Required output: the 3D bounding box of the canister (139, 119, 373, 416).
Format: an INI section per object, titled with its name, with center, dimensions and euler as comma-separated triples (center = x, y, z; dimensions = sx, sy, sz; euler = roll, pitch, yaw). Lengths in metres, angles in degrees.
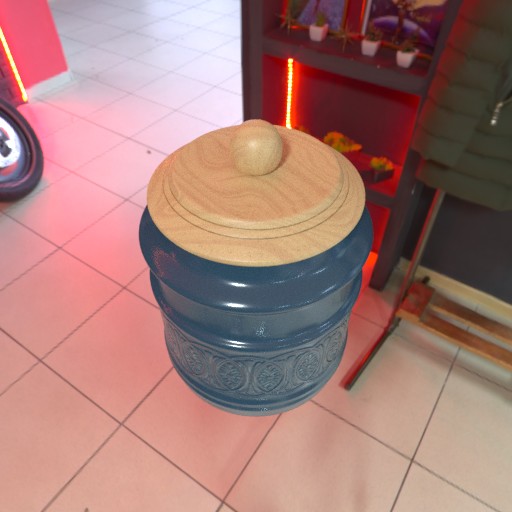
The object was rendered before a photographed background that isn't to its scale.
[canister]
center = 0.000, 0.000, 0.270
dimensions = 0.130, 0.176, 0.130
euler = 0, 46, 0
